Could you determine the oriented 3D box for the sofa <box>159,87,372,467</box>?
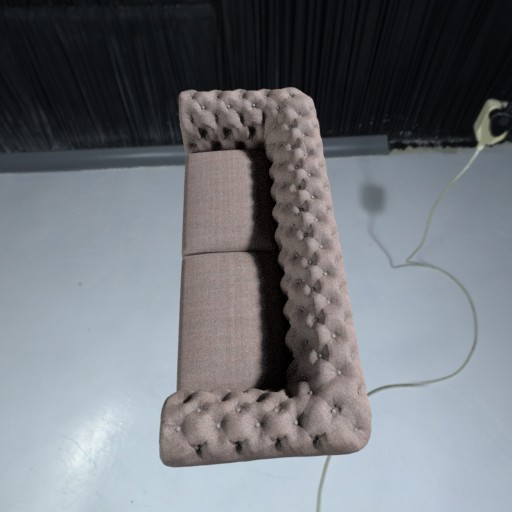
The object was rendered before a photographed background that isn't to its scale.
[{"bbox_3d":[0.000,0.000,2.742,0.944,0.787,2.385,-3,58,-2],"label":"sofa"}]
